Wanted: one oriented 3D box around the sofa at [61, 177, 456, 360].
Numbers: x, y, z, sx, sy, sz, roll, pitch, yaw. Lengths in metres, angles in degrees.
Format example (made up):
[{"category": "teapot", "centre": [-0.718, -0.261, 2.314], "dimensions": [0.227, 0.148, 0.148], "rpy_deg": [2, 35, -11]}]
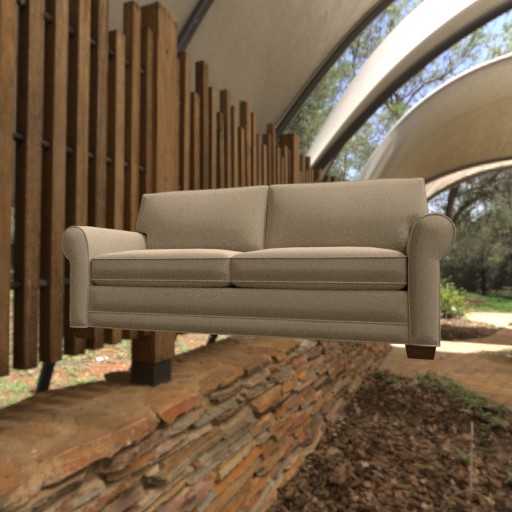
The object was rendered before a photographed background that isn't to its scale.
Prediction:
[{"category": "sofa", "centre": [0.000, 0.000, 2.688], "dimensions": [2.146, 0.962, 0.901], "rpy_deg": [0, -1, 18]}]
